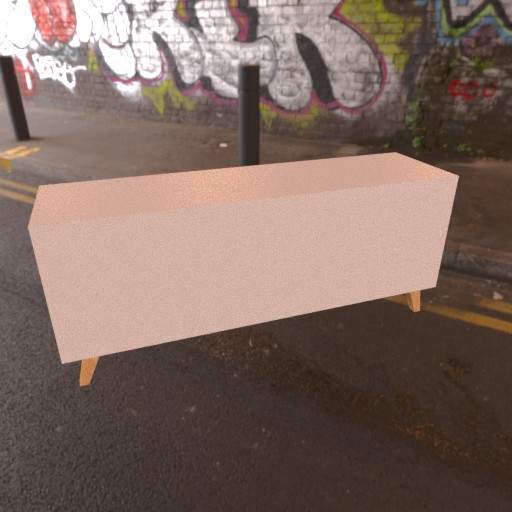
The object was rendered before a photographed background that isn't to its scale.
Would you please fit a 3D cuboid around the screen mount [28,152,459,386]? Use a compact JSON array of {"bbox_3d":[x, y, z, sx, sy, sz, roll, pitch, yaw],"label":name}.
[{"bbox_3d":[0.000,0.000,1.765,1.490,0.619,0.400,-9,28,-17],"label":"screen mount"}]
